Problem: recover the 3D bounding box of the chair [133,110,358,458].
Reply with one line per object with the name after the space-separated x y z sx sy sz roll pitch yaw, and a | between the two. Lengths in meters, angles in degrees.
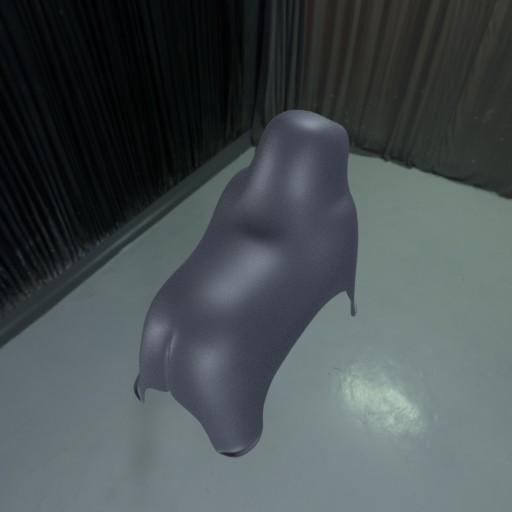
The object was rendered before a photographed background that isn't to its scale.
0.000 0.000 1.146 0.490 0.600 0.758 24 50 22 | chair
